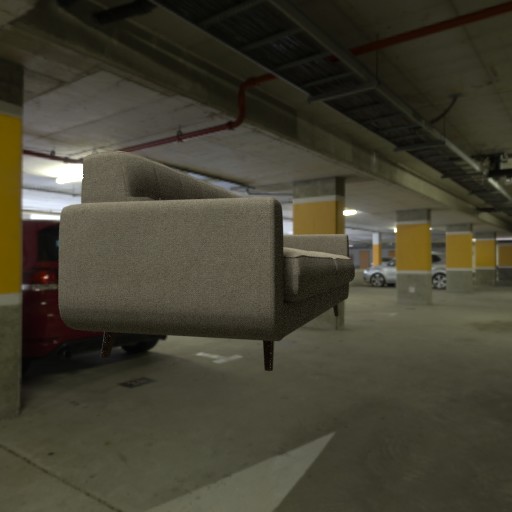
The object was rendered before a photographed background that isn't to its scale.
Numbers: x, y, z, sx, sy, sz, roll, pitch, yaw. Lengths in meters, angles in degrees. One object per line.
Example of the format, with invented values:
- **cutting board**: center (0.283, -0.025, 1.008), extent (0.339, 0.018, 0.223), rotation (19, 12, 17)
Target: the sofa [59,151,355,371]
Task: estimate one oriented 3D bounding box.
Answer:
- **sofa**: center (0.000, 0.000, 2.489), extent (0.909, 0.841, 2.029), rotation (0, -1, 18)
